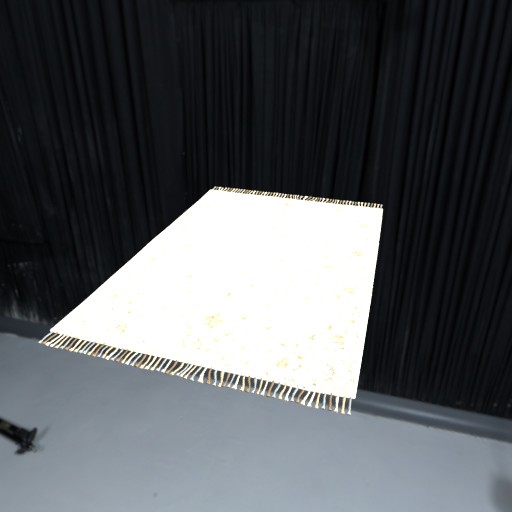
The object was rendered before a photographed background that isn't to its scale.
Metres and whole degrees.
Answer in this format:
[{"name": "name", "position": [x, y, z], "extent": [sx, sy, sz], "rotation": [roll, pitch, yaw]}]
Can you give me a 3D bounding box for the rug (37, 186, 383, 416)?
[{"name": "rug", "position": [0.000, 0.000, 2.337], "extent": [1.218, 0.017, 1.861], "rotation": [8, 30, 15]}]
